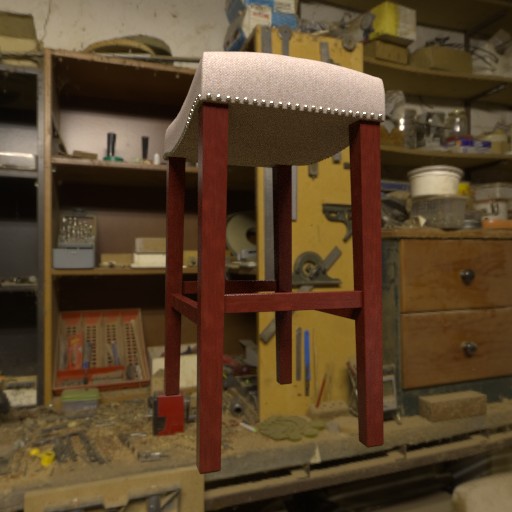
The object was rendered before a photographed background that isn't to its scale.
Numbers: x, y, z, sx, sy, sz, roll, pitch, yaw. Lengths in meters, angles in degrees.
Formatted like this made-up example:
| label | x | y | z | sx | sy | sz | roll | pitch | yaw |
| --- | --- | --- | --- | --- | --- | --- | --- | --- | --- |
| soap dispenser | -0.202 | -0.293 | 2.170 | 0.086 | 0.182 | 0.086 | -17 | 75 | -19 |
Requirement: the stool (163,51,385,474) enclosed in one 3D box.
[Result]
| label | x | y | z | sx | sy | sz | roll | pitch | yaw |
| --- | --- | --- | --- | --- | --- | --- | --- | --- | --- |
| stool | 0.000 | 0.000 | 1.033 | 0.372 | 0.742 | 0.504 | 0 | 0 | -19 |
